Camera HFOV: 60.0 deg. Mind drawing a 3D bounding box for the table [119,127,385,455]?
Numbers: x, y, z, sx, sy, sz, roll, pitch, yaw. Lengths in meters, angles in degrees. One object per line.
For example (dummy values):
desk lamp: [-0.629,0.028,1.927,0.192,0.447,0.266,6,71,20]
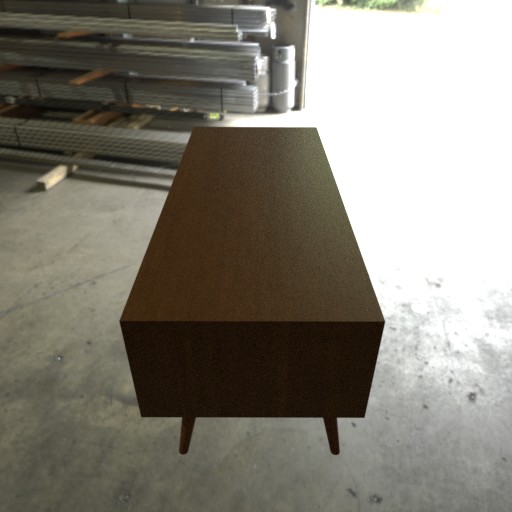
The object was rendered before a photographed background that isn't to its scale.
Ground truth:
table: [0.000,0.000,1.393,0.490,0.464,1.119,0,34,0]
